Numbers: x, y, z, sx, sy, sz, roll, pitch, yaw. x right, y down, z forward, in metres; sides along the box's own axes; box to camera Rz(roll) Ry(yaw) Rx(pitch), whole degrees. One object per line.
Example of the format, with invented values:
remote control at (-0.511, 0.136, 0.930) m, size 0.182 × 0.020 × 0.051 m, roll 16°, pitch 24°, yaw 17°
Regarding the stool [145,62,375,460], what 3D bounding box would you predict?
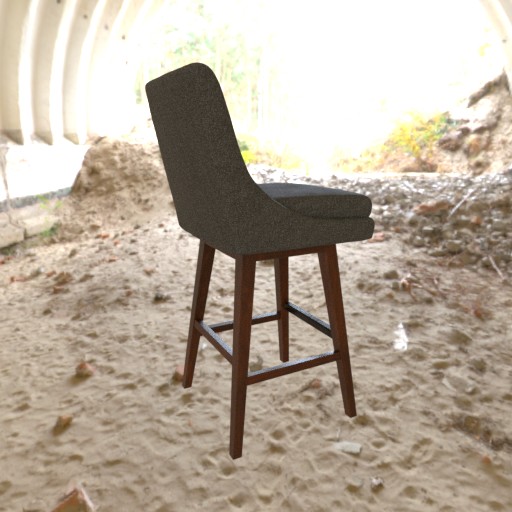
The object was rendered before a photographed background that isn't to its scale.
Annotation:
stool at (0.000, 0.000, 1.423) m, size 0.572 × 1.068 × 0.489 m, roll -8°, pitch 16°, yaw -27°
